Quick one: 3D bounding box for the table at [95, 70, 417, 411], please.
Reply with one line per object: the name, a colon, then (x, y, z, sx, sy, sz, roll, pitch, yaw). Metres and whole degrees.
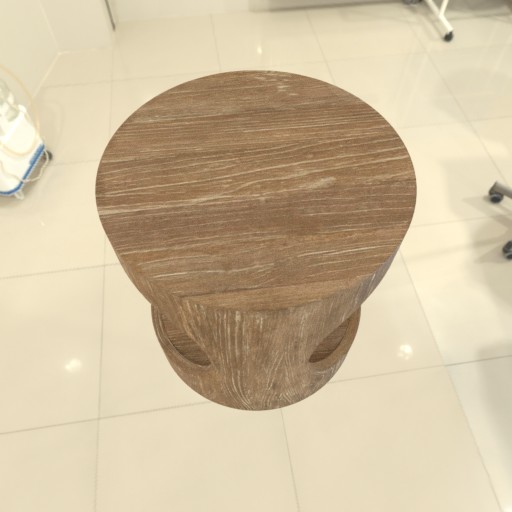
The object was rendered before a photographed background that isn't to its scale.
table: (0.000, 0.000, 0.970, 0.527, 0.551, 0.527, 0, 57, 0)
